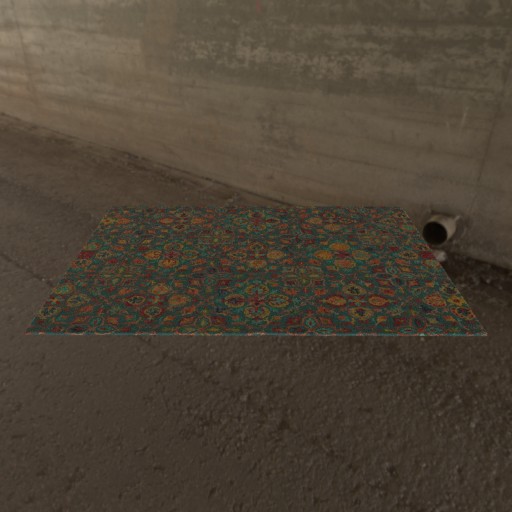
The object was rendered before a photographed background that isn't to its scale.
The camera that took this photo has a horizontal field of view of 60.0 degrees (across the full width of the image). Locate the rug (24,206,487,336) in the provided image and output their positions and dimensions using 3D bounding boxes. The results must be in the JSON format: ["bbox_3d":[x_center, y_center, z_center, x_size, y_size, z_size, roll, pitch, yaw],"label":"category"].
[{"bbox_3d":[0.000,0.000,2.839,2.290,0.016,1.527,0,31,0],"label":"rug"}]
